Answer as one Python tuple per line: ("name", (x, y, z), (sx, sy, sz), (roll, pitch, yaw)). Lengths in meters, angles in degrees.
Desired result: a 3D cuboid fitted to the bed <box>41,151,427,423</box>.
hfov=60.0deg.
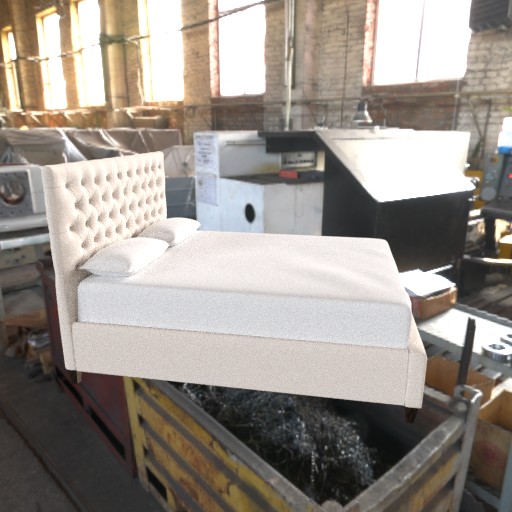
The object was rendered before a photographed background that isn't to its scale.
("bed", (0.000, 0.000, 3.316), (2.233, 1.426, 1.696), (3, 16, 11))
